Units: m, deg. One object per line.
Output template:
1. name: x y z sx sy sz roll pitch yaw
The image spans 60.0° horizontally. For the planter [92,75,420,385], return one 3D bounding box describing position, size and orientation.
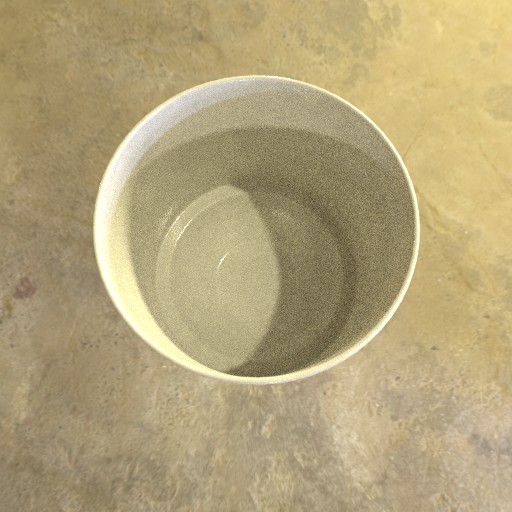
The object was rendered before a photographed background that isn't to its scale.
1. planter: 0.000 0.000 0.453 0.250 0.239 0.250 0 75 0
